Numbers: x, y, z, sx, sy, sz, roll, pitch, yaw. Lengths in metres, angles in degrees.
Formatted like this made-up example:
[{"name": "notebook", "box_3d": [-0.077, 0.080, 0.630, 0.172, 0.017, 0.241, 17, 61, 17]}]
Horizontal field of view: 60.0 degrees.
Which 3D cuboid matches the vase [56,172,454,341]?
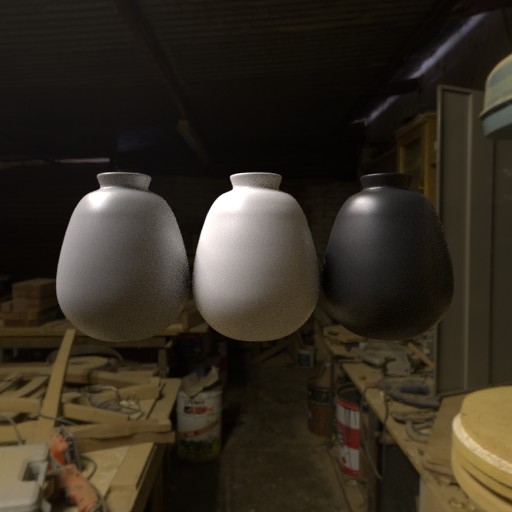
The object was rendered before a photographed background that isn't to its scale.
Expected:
[{"name": "vase", "box_3d": [0.000, 0.000, 0.341, 0.297, 0.122, 0.097, 0, 2, -1]}]
